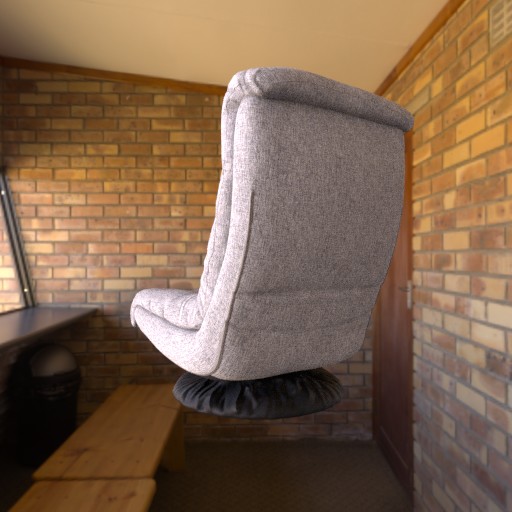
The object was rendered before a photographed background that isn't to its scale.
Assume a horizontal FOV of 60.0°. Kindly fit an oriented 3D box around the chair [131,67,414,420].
[{"bbox_3d":[0.000,0.000,0.973,0.400,0.600,0.583,0,0,-34],"label":"chair"}]
